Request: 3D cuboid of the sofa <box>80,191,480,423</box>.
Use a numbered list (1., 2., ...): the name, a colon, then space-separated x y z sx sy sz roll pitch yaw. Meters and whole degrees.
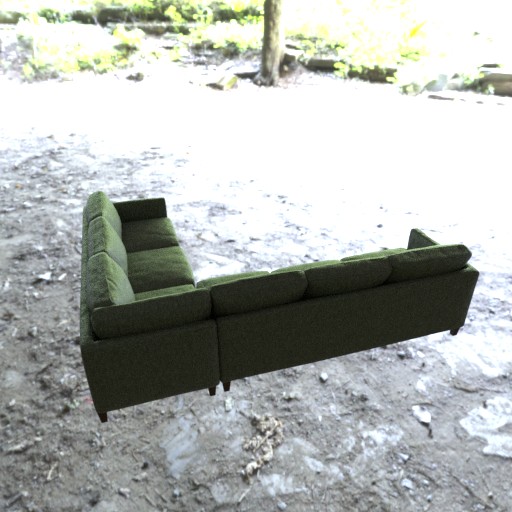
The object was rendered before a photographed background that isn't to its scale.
1. sofa: 0.000 0.000 4.523 3.302 0.947 2.593 -9 31 -16
